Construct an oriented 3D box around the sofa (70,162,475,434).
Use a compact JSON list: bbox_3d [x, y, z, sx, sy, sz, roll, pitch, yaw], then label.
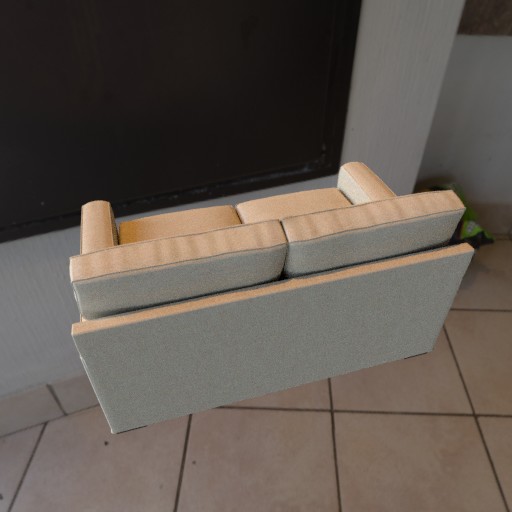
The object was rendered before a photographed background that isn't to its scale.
[{"bbox_3d":[0.000,0.000,2.028,1.484,0.853,0.942,-11,42,-12],"label":"sofa"}]
